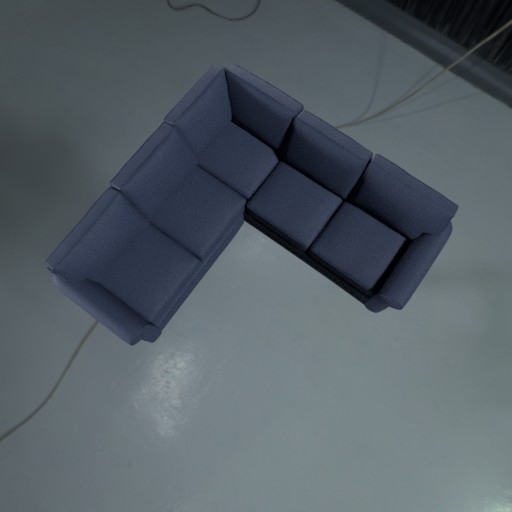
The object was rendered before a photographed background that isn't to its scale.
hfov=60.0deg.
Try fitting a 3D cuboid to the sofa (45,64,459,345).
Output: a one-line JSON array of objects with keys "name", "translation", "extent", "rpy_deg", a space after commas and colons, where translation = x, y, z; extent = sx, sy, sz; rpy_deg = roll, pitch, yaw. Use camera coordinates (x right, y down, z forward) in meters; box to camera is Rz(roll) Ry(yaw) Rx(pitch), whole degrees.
[{"name": "sofa", "translation": [0.000, 0.000, 3.915], "extent": [2.562, 1.042, 2.487], "rpy_deg": [35, 78, 9]}]
